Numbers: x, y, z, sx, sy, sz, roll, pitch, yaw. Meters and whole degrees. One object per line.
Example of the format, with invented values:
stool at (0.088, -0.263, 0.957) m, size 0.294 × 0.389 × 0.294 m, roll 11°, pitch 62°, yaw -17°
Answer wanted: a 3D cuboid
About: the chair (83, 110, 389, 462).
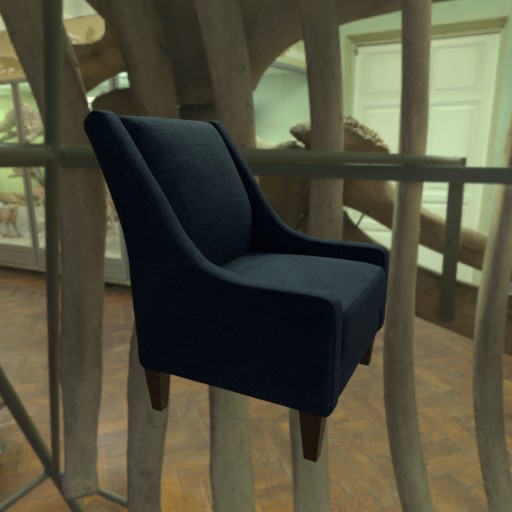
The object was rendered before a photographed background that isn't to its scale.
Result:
chair at (0.000, 0.000, 1.648) m, size 0.870 × 1.014 × 0.774 m, roll 7°, pitch 16°, yaw 26°
